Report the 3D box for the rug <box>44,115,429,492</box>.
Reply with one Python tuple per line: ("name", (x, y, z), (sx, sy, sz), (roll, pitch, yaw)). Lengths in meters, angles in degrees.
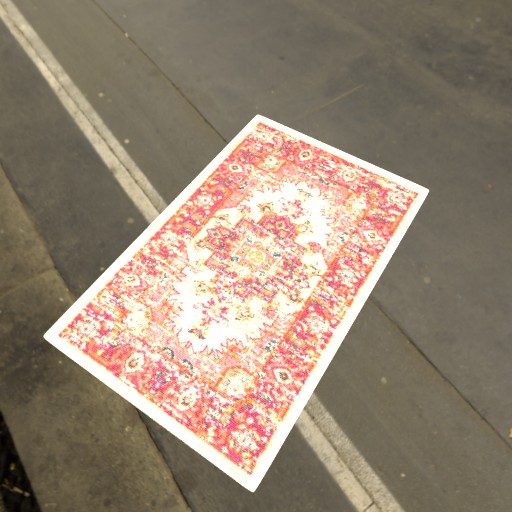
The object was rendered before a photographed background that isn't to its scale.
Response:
("rug", (0.000, 0.000, 1.087), (0.556, 0.004, 0.868), (29, 62, 17))
